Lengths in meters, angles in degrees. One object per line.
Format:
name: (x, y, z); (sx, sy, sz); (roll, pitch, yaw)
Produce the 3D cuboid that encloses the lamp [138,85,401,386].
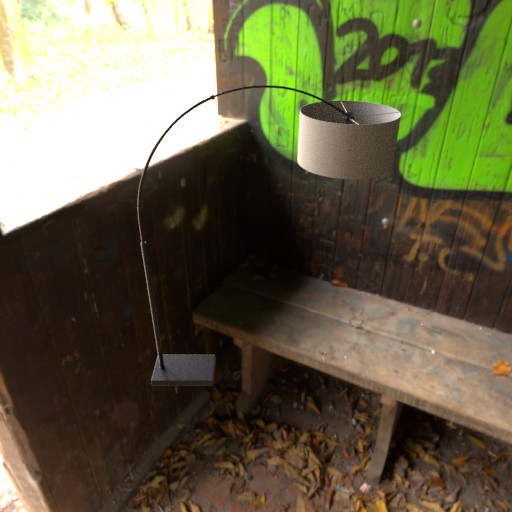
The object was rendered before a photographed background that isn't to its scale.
lamp: (0.000, 0.000, 2.640); (1.424, 1.927, 0.493); (0, 31, 0)
